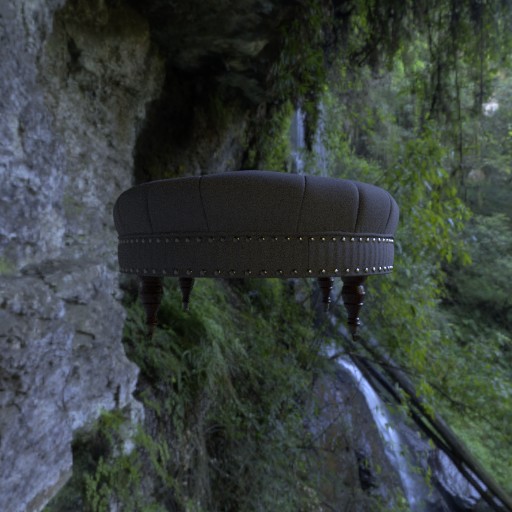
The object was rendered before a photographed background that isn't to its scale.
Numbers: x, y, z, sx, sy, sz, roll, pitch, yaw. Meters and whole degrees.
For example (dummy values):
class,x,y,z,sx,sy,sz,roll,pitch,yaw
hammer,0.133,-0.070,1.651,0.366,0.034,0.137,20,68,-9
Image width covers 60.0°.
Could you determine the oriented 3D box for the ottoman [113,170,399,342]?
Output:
class,x,y,z,sx,sy,sz,roll,pitch,yaw
ottoman,0.000,0.000,1.433,0.901,0.439,0.901,0,1,0
